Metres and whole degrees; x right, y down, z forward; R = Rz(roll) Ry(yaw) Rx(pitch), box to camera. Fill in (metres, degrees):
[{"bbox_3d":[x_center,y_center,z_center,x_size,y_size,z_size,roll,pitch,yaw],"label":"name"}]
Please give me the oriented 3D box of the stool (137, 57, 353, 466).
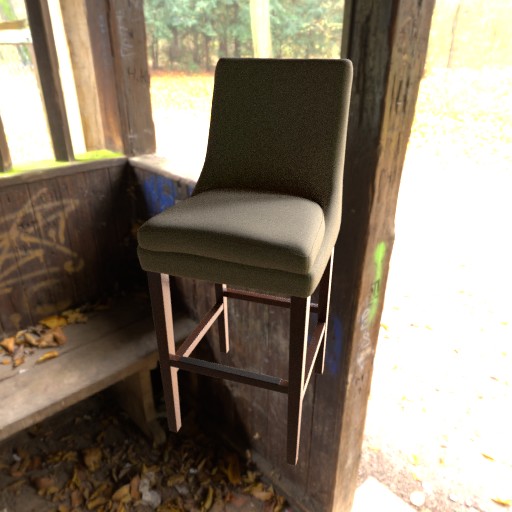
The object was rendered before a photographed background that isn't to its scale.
[{"bbox_3d":[0.000,0.000,1.343,0.470,1.078,0.577,9,28,17],"label":"stool"}]
